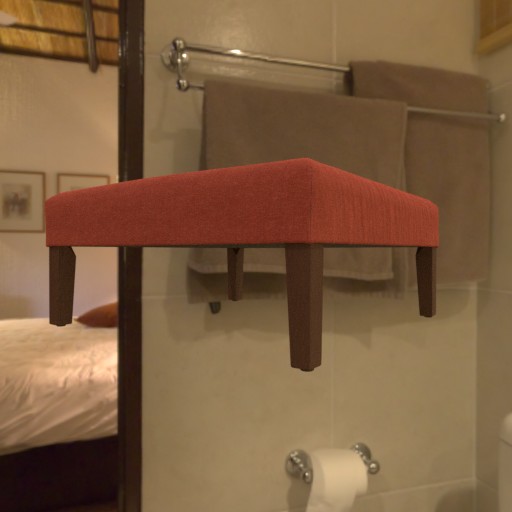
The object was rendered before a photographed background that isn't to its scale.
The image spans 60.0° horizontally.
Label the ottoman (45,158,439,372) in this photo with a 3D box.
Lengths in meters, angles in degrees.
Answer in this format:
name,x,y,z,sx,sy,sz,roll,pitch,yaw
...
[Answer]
name,x,y,z,sx,sy,sz,roll,pitch,yaw
ottoman,0.000,0.000,1.394,0.890,0.411,0.889,0,1,36
